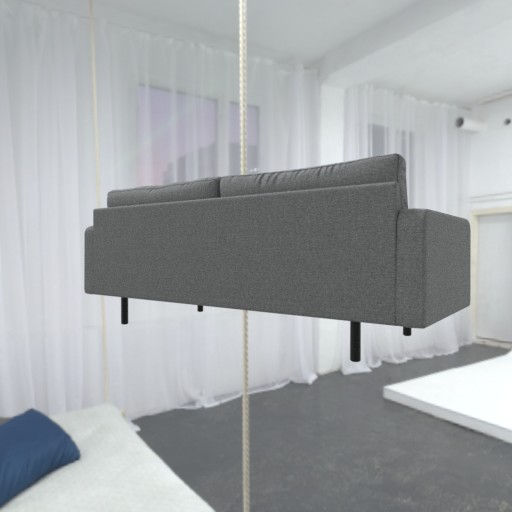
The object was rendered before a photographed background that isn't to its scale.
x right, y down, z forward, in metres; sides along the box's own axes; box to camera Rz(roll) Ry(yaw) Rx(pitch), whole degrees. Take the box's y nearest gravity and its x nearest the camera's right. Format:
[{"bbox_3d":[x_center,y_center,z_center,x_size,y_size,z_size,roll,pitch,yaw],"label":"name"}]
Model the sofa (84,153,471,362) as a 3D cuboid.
[{"bbox_3d":[0.000,0.000,2.641,2.200,0.880,0.880,1,1,36],"label":"sofa"}]
